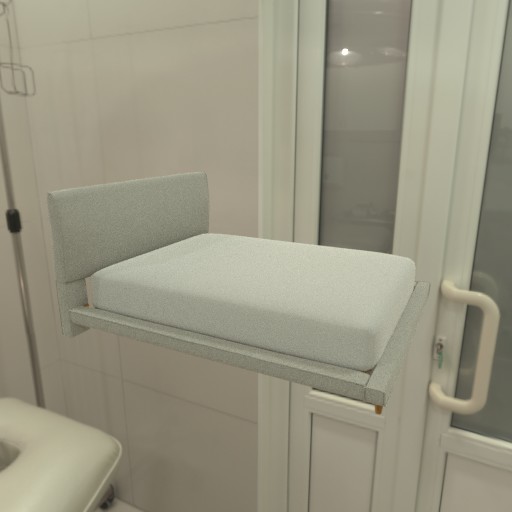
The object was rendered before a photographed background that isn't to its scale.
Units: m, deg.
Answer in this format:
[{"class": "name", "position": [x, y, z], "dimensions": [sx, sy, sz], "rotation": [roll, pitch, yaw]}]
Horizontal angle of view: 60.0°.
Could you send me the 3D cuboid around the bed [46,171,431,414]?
[{"class": "bed", "position": [0.000, 0.000, 3.380], "dimensions": [2.368, 1.067, 1.840], "rotation": [8, 17, 26]}]
